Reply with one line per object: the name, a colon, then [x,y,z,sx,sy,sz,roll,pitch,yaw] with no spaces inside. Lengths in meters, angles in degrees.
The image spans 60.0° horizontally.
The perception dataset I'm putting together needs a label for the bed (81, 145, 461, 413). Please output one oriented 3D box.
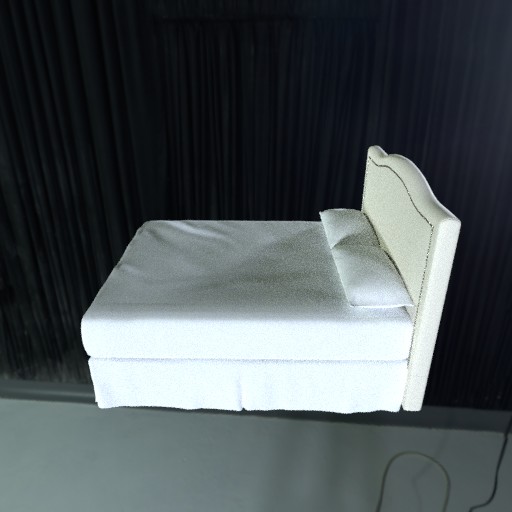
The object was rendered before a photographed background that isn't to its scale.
bed: [0.000,0.000,3.318,2.143,1.460,1.753,0,26,1]
